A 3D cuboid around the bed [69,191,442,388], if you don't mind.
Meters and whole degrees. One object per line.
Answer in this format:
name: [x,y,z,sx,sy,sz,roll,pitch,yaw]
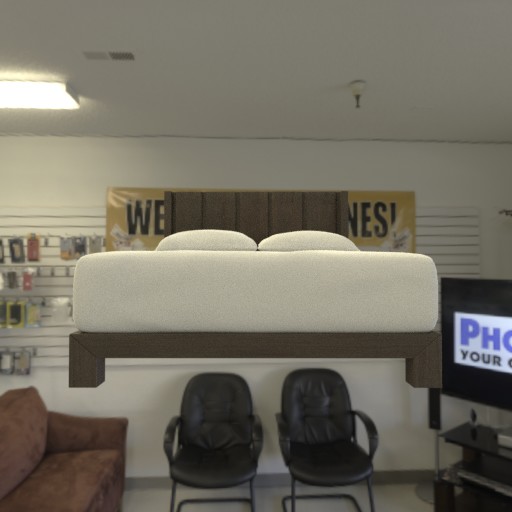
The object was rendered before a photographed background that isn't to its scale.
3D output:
bed: [0.000,0.000,3.154,1.727,1.270,2.242,0,-1,0]
